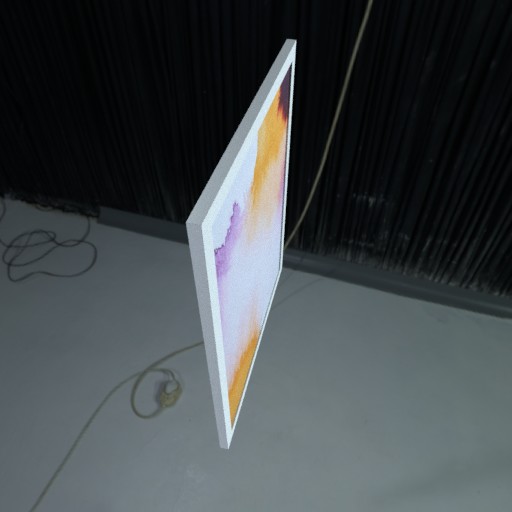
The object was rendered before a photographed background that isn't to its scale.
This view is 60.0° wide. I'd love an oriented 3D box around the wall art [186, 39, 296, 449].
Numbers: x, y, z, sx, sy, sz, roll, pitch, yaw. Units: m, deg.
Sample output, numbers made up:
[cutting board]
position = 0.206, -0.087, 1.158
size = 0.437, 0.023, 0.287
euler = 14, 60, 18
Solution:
[wall art]
position = 0.000, 0.000, 0.633
size = 0.013, 0.456, 0.382
euler = 11, 47, 10
